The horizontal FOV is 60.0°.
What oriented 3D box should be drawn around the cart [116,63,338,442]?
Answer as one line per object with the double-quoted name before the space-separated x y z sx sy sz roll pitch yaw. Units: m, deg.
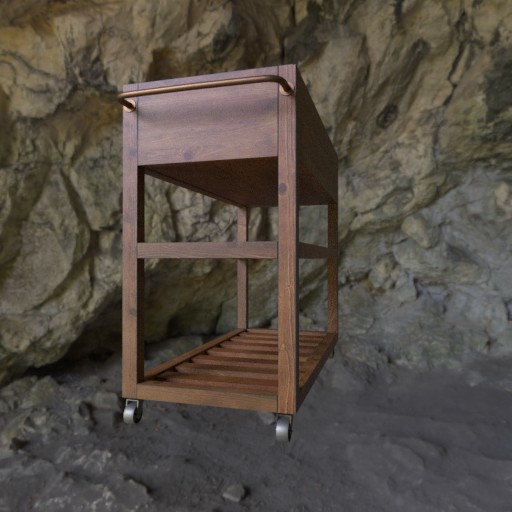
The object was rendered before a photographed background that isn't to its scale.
"cart" 0.000 0.000 1.461 0.445 0.830 1.065 0 0 16
